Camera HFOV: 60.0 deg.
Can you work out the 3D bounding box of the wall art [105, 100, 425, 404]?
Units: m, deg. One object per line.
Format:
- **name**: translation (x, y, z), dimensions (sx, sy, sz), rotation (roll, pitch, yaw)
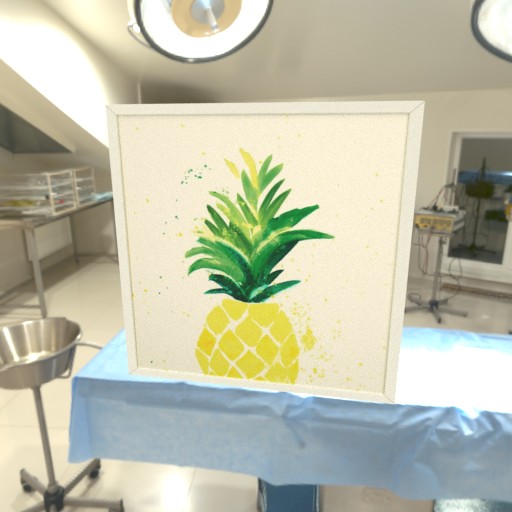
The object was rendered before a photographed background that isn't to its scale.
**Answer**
- **wall art**: translation (0.000, 0.000, 0.470), dimensions (0.307, 0.307, 0.020), rotation (3, 16, 11)
